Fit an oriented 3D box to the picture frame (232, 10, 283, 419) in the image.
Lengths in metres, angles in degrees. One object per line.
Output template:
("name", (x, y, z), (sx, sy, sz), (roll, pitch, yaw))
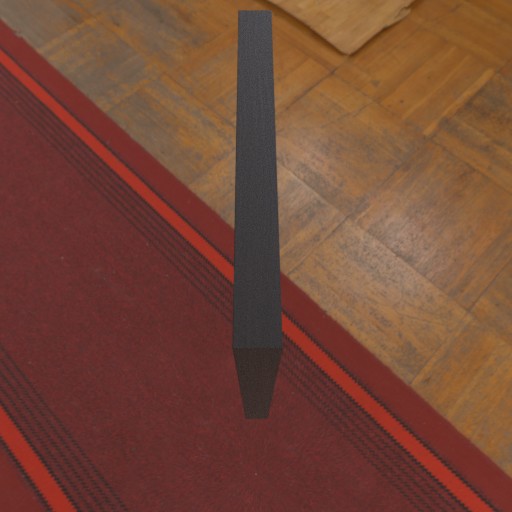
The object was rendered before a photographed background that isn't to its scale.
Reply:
("picture frame", (0.000, 0.000, 0.736), (0.044, 0.555, 0.452), (0, 64, 0))
